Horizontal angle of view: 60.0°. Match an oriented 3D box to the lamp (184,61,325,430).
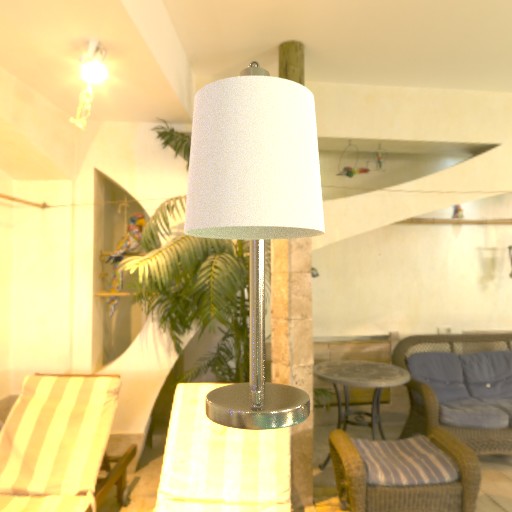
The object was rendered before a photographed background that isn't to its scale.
[{"bbox_3d":[0.000,0.000,0.625,0.171,0.489,0.333,0,-2,2],"label":"lamp"}]
